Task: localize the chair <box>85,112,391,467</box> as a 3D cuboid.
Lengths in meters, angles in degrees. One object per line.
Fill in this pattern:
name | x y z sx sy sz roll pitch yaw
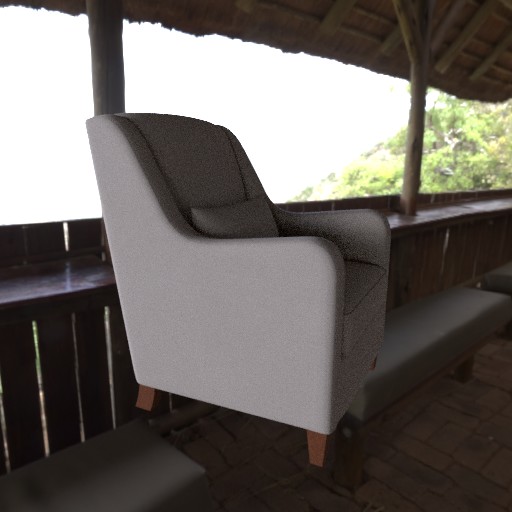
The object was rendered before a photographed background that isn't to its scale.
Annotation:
chair | 0.000 0.000 1.607 0.863 1.010 0.715 7 15 26
